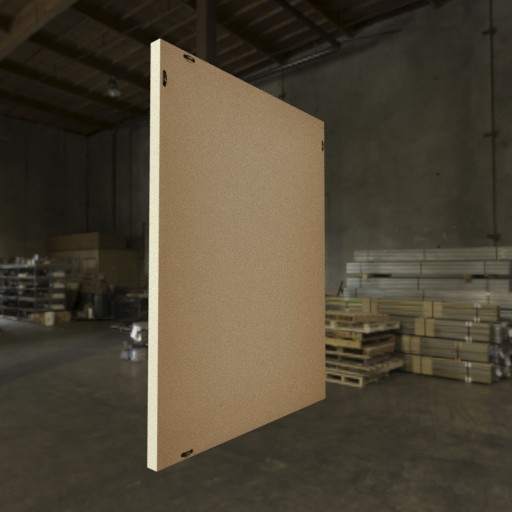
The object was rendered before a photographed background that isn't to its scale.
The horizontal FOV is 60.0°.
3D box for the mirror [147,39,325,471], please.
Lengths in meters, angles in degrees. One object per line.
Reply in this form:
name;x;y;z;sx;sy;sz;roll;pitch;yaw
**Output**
mirror;0.000;0.000;1.344;0.040;1.016;0.762;-2;-3;39
